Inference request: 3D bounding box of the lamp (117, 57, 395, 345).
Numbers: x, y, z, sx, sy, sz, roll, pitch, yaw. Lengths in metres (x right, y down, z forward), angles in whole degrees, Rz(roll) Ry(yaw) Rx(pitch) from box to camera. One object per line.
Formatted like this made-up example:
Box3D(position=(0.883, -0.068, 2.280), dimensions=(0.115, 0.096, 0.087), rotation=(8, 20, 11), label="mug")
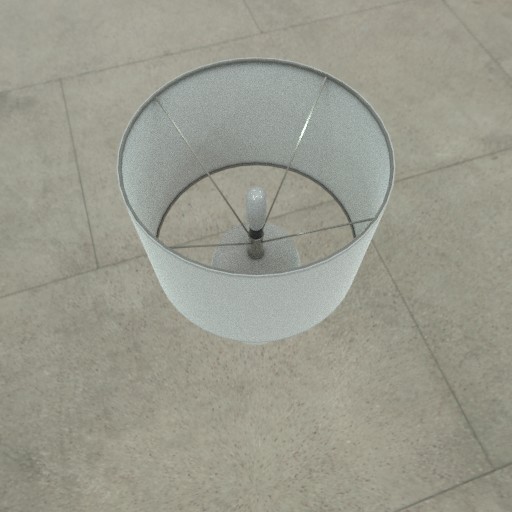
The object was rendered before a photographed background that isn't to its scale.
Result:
Box3D(position=(0.000, 0.000, 0.713), dimensions=(0.310, 0.502, 0.310), rotation=(0, 62, 0), label="lamp")
